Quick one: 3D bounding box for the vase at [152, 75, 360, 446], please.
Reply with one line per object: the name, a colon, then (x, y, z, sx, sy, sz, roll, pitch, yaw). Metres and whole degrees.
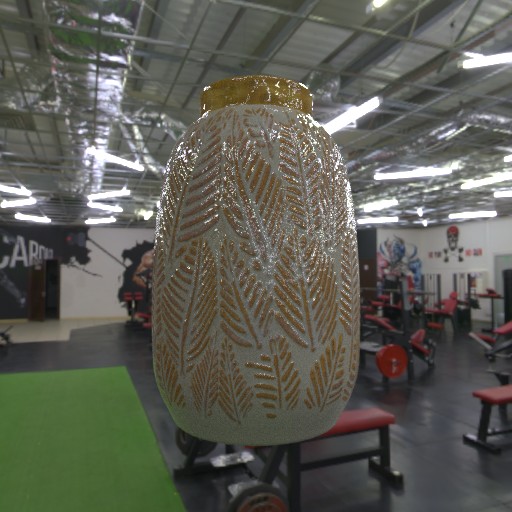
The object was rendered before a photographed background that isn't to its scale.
vase: (0.000, 0.000, 0.377, 0.172, 0.270, 0.172, 0, -2, 0)
